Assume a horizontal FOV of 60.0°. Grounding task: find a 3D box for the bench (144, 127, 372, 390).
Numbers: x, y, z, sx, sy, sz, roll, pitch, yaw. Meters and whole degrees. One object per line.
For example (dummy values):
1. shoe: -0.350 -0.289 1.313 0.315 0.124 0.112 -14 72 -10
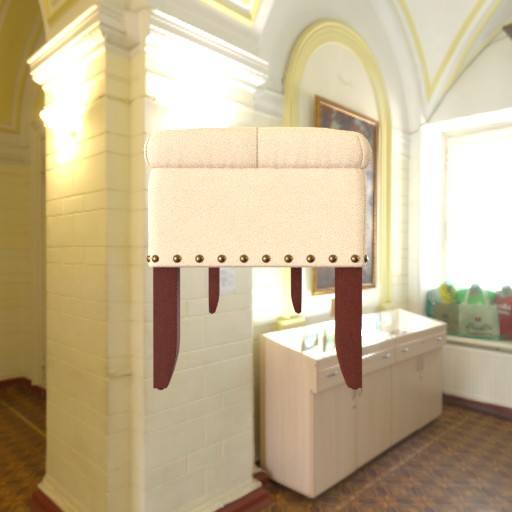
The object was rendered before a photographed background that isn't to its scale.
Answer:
1. bench: 0.000 0.000 1.281 0.400 0.470 1.054 0 0 0
